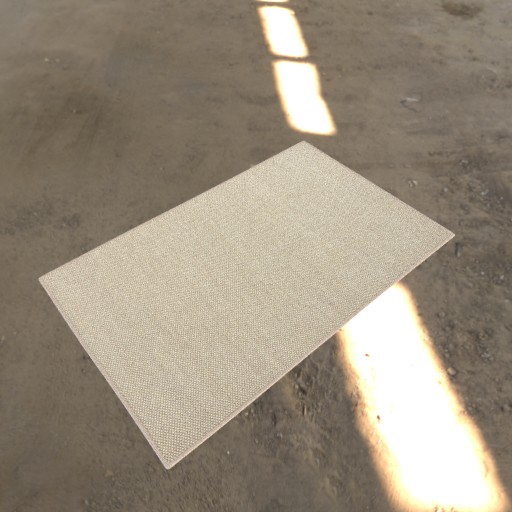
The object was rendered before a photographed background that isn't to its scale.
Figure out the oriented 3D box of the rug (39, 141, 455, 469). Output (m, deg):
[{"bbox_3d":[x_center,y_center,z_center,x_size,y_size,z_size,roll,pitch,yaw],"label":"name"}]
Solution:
[{"bbox_3d":[0.000,0.000,2.087,1.676,0.013,1.067,-32,56,-26],"label":"rug"}]
